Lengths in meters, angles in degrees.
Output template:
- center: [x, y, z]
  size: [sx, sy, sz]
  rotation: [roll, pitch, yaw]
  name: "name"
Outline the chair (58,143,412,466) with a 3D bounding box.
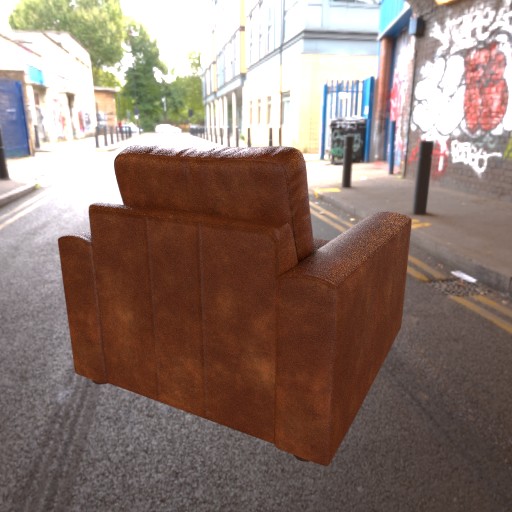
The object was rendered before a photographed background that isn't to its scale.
- center: [0.000, 0.000, 1.739]
  size: [1.005, 0.873, 1.016]
  rotation: [9, 19, 27]
  name: "chair"
